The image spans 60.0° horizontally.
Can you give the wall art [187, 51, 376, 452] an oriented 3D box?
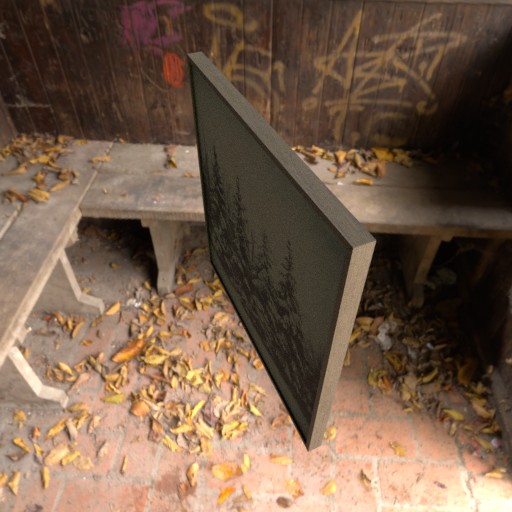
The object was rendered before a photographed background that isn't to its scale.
[{"bbox_3d":[0.000,0.000,1.146,0.039,0.758,0.758,-18,48,-17],"label":"wall art"}]
